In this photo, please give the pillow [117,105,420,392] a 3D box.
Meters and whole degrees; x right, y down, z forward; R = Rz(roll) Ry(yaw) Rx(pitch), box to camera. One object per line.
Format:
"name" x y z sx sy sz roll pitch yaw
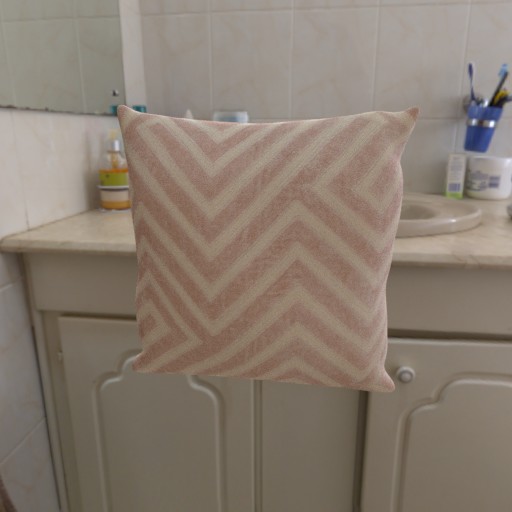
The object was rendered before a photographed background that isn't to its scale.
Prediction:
"pillow" 0.000 0.000 0.673 0.440 0.441 0.182 3 15 10
